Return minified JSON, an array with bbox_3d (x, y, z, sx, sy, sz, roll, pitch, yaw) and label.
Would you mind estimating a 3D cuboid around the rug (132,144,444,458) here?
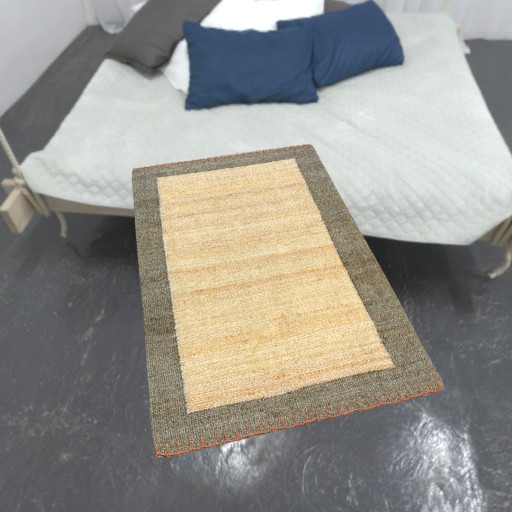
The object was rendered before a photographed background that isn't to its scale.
[{"bbox_3d":[0.000,0.000,2.347,1.220,0.019,1.838,-10,49,-9],"label":"rug"}]
